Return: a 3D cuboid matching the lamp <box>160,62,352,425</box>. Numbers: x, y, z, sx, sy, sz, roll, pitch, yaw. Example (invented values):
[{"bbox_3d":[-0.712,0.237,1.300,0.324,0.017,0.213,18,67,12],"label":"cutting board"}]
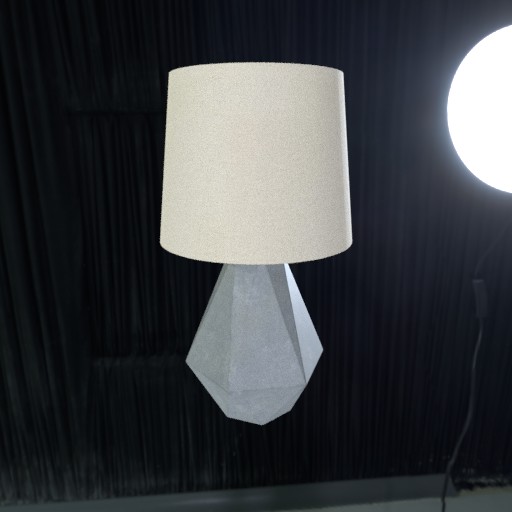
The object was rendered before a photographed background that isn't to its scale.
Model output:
[{"bbox_3d":[0.000,0.000,0.659,0.276,0.501,0.276,0,16,0],"label":"lamp"}]
